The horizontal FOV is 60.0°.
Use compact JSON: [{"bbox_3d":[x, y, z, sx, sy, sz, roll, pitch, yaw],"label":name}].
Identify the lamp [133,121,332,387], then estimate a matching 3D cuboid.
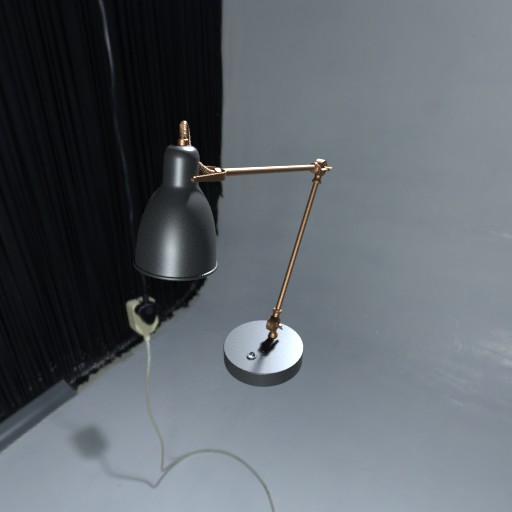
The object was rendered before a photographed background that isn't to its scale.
[{"bbox_3d":[0.000,0.000,0.888,0.187,0.587,0.561,19,35,30],"label":"lamp"}]
